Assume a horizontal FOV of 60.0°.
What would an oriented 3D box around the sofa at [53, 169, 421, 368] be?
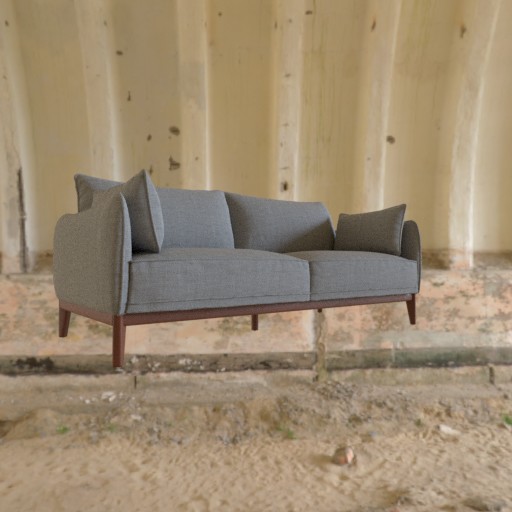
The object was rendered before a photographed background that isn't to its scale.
[{"bbox_3d":[0.000,0.000,2.524,1.989,0.851,0.972,1,-1,-37],"label":"sofa"}]
